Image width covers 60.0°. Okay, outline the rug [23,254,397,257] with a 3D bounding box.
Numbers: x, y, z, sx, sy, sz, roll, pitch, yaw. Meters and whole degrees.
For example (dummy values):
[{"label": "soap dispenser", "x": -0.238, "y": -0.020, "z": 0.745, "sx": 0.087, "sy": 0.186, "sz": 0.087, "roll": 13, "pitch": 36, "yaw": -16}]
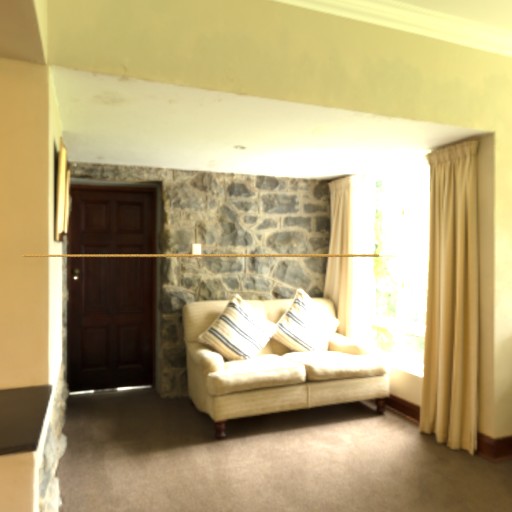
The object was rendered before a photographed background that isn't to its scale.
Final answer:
[{"label": "rug", "x": 0.000, "y": 0.000, "z": 4.008, "sx": 2.353, "sy": 0.014, "sz": 2.945, "roll": 0, "pitch": 0, "yaw": 19}]
